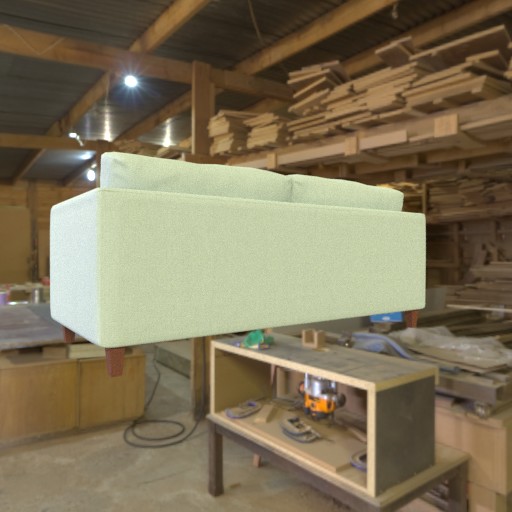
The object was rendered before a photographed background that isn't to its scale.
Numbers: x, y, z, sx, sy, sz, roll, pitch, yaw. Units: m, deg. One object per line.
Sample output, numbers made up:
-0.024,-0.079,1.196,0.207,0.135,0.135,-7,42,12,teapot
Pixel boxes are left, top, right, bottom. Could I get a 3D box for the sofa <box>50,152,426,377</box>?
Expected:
0.000,0.000,2.743,2.208,0.965,0.951,0,1,-35,sofa
